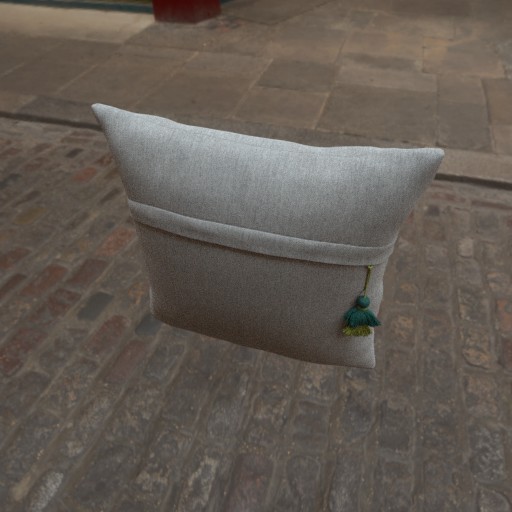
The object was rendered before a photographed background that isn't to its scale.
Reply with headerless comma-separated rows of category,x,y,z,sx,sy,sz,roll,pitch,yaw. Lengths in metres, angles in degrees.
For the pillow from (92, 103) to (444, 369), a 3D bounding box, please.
pillow,0.000,0.000,0.677,0.433,0.436,0.173,11,44,12
